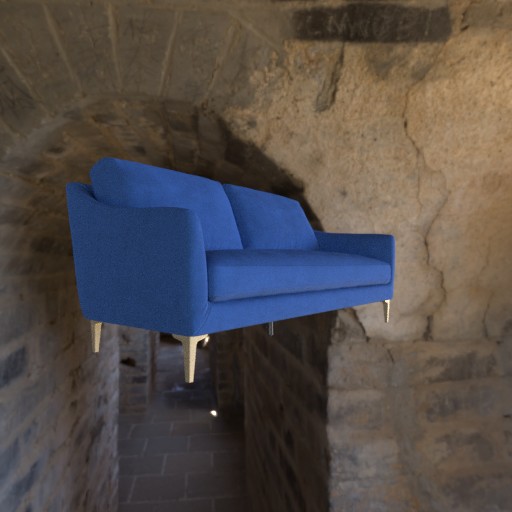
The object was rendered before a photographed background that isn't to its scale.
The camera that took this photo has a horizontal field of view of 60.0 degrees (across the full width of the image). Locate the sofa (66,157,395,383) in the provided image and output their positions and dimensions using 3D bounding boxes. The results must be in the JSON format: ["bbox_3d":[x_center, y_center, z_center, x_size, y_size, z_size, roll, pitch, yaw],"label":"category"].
[{"bbox_3d":[0.000,0.000,2.554,0.960,0.903,2.036,-1,-1,36],"label":"sofa"}]
